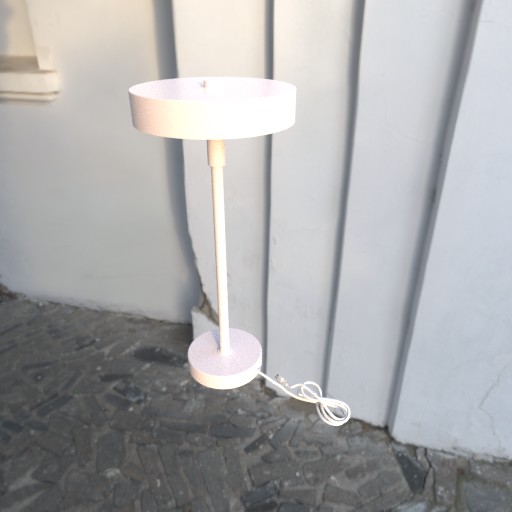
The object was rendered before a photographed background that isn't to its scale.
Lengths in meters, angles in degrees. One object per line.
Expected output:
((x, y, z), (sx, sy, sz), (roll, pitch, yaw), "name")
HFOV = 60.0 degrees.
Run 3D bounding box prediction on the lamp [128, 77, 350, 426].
((0.000, 0.000, 0.696), (0.369, 0.508, 0.229), (17, 33, 29), "lamp")
